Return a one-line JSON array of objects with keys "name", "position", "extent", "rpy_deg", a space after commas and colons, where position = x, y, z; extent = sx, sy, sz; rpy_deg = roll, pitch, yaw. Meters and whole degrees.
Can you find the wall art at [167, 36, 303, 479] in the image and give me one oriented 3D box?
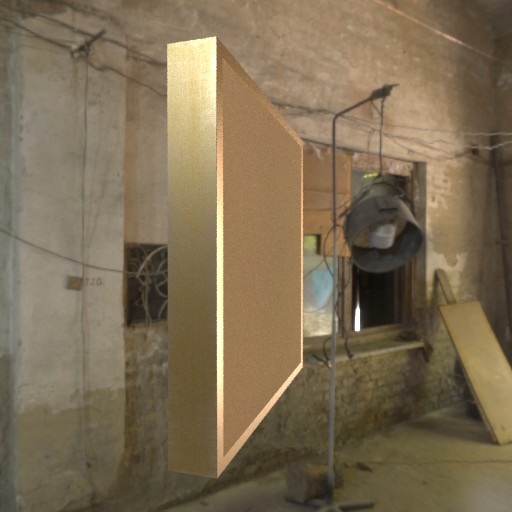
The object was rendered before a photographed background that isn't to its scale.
[{"name": "wall art", "position": [0.000, 0.000, 0.457], "extent": [0.038, 0.305, 0.306], "rpy_deg": [0, 1, 17]}]
